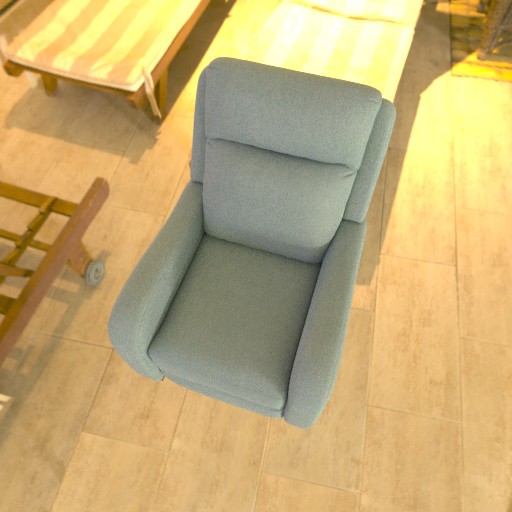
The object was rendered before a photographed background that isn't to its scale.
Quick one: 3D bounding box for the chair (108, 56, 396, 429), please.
[{"bbox_3d":[0.000,0.000,1.701,0.785,1.067,0.988,15,60,9],"label":"chair"}]
